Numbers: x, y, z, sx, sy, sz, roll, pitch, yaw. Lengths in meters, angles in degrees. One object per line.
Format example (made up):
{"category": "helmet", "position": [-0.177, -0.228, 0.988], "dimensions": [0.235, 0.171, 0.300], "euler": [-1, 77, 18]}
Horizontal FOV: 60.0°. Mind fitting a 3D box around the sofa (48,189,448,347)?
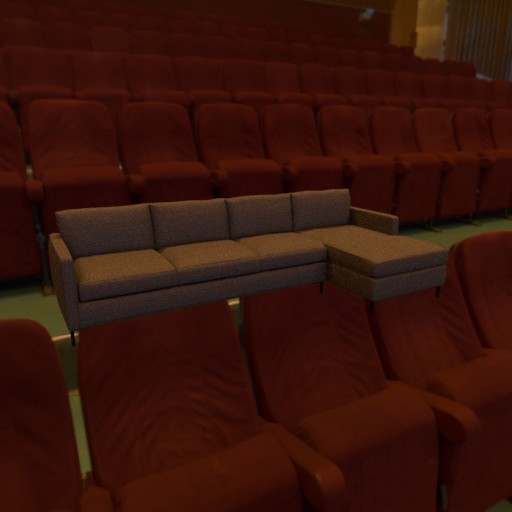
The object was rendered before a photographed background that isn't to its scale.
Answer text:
{"category": "sofa", "position": [0.000, 0.000, 3.878], "dimensions": [3.221, 0.892, 1.483], "euler": [-8, 18, -28]}
